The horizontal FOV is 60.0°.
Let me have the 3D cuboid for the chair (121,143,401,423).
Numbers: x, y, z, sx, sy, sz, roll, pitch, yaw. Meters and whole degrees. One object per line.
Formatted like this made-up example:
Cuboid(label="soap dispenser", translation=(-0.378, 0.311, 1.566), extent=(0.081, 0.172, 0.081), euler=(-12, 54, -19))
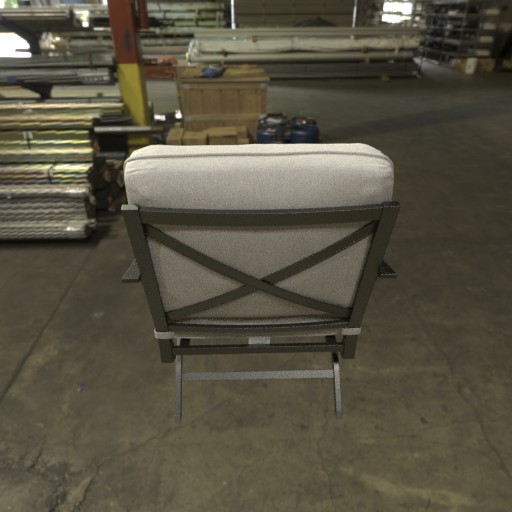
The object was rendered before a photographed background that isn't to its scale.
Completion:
Cuboid(label="chair", translation=(0.000, 0.000, 1.405), extent=(0.650, 0.860, 0.787), euler=(-1, 29, -2))
